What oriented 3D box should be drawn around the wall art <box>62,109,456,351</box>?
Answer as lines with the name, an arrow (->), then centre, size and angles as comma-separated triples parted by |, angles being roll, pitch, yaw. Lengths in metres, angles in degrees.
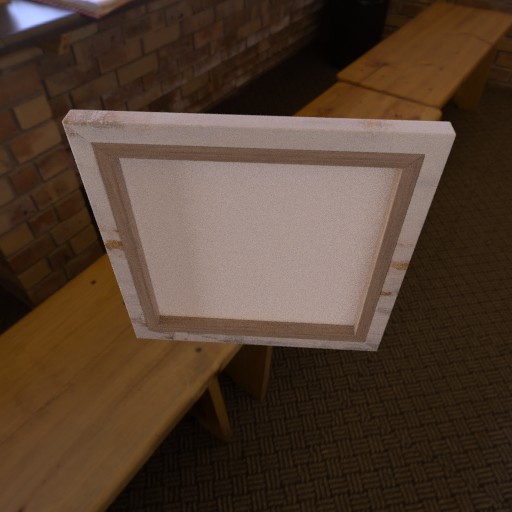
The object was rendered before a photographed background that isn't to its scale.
wall art -> 0.000, 0.000, 0.919 | 0.611, 0.613, 0.040 | 3, 46, 3
